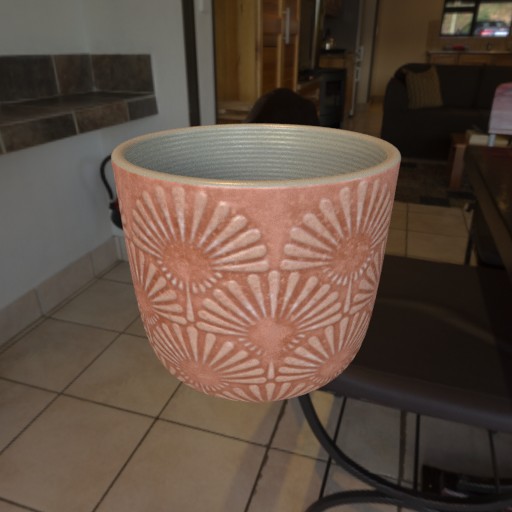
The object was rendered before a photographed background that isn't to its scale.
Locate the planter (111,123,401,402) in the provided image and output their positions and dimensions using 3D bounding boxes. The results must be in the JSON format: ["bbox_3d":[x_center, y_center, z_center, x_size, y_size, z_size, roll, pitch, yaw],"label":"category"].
[{"bbox_3d":[0.000,0.000,0.220,0.124,0.109,0.124,0,25,0],"label":"planter"}]
